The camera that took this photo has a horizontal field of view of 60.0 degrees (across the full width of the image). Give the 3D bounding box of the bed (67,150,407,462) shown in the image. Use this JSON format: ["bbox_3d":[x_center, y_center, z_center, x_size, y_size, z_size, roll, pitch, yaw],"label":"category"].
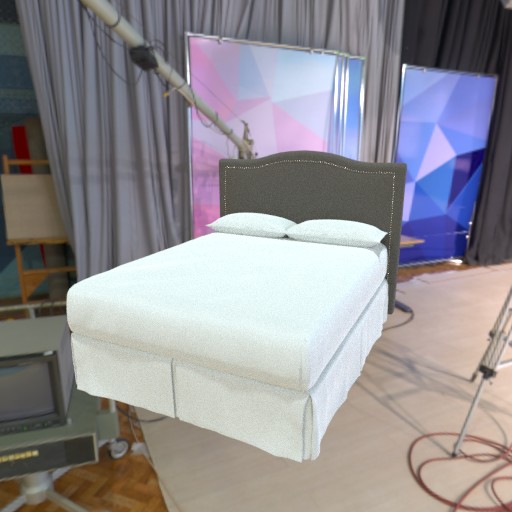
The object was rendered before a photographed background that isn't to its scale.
[{"bbox_3d":[0.000,0.000,3.098,1.666,1.387,2.036,7,17,25],"label":"bed"}]
